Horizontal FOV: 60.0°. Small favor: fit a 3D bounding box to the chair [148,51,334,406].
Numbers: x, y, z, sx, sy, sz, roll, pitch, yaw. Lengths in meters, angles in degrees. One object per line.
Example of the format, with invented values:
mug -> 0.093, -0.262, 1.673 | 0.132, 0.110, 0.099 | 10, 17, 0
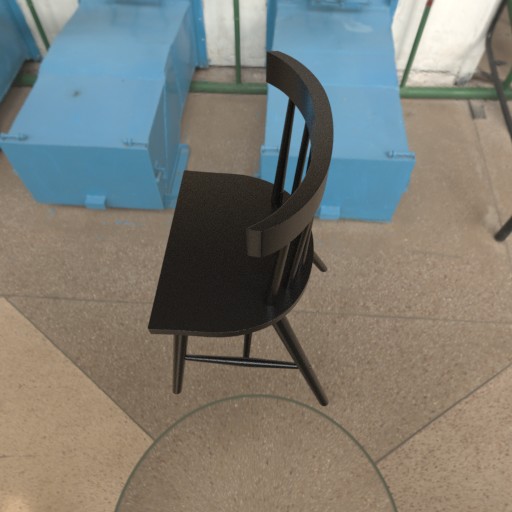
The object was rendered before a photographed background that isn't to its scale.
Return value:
chair -> 0.000, 0.000, 1.139 | 0.483, 0.844, 0.506 | 4, 57, 2
